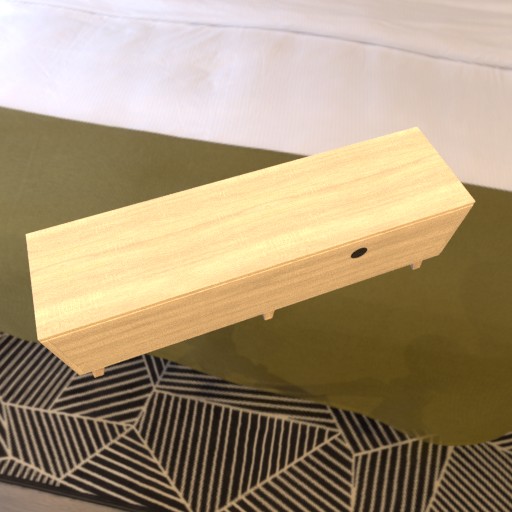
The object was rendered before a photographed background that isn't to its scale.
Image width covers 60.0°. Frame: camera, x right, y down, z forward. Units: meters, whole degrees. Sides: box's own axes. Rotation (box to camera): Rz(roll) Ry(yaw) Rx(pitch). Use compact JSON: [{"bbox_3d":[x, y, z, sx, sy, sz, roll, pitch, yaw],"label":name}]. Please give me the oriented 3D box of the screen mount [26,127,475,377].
[{"bbox_3d":[0.000,0.000,1.739,1.500,0.509,0.401,-17,61,-10],"label":"screen mount"}]
